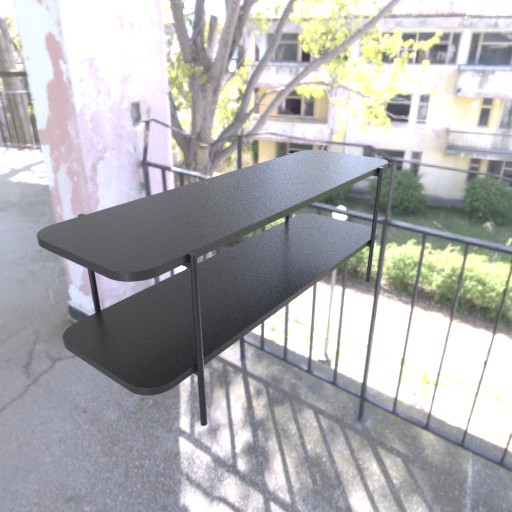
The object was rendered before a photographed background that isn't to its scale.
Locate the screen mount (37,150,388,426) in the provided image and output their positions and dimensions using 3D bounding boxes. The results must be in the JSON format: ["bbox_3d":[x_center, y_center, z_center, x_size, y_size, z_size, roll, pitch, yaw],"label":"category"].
[{"bbox_3d":[0.000,0.000,1.403,0.400,0.447,1.200,18,30,34],"label":"screen mount"}]
